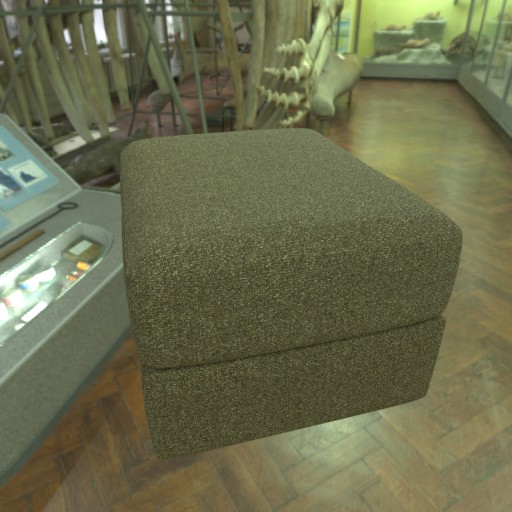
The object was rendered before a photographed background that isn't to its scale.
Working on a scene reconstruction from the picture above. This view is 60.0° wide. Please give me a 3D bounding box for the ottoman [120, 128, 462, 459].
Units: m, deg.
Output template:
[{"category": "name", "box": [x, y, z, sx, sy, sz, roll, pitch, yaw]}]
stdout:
[{"category": "ottoman", "box": [0.000, 0.000, 1.086, 0.598, 0.476, 0.742, -8, 31, -13]}]
